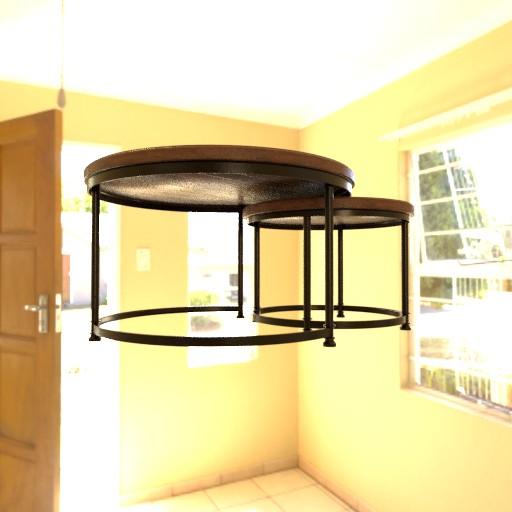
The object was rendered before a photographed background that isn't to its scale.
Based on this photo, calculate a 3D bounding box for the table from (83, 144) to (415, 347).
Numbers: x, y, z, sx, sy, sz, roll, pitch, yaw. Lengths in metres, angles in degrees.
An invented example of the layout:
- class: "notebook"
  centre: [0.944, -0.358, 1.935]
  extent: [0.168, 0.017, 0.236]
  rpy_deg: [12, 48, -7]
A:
- class: "table"
  centre: [0.000, 0.000, 1.568]
  extent: [1.152, 0.516, 0.870]
  rpy_deg: [1, -1, -36]
